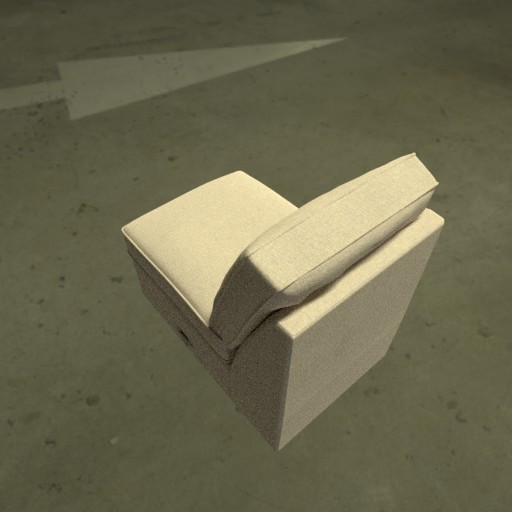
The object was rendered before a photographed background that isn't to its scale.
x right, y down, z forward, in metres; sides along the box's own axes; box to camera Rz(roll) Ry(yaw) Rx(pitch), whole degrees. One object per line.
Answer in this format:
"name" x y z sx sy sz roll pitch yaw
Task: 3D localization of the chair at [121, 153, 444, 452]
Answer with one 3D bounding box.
"chair" 0.000 0.000 1.586 0.621 0.970 0.938 -32 55 -26
